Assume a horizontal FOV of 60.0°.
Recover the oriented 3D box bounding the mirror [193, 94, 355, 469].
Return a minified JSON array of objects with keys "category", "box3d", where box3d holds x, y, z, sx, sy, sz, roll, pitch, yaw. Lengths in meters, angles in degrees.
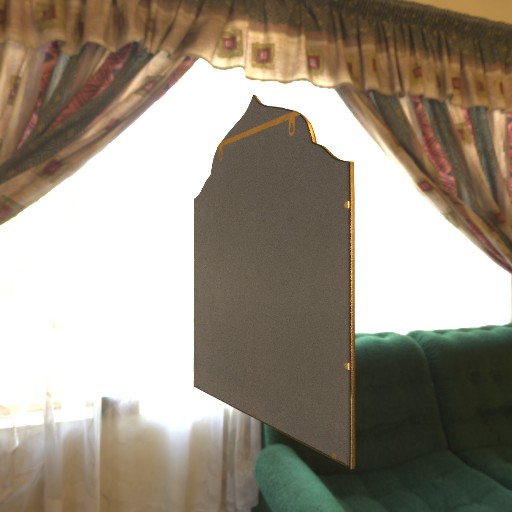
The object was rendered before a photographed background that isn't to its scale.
[{"category":"mirror","box3d":[0.000,0.000,0.871,0.018,0.635,0.513,0,0,-35]}]
